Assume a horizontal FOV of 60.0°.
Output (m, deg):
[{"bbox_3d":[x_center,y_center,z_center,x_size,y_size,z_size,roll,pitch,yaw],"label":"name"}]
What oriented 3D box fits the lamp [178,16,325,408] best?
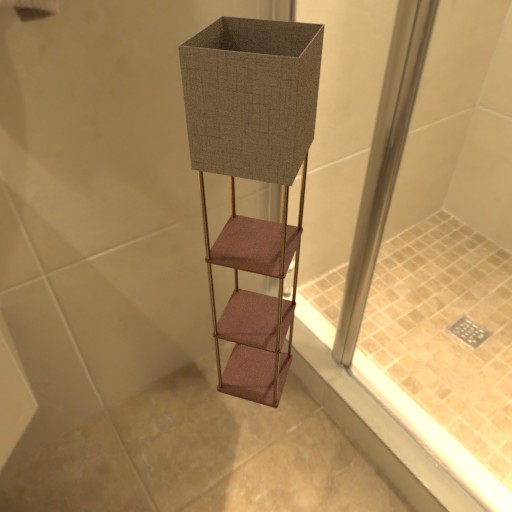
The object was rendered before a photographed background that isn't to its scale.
[{"bbox_3d":[0.000,0.000,1.696,0.310,1.569,0.308,12,43,13],"label":"lamp"}]
